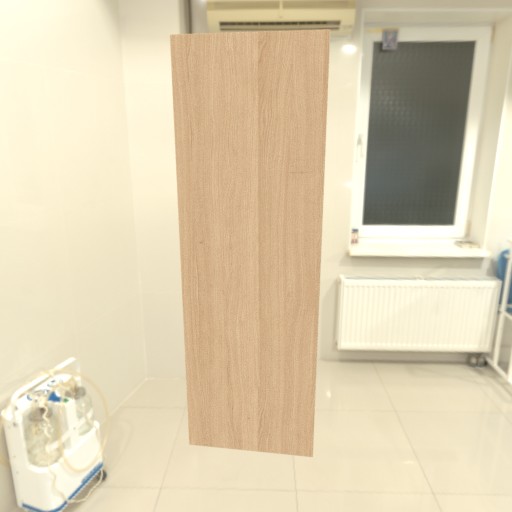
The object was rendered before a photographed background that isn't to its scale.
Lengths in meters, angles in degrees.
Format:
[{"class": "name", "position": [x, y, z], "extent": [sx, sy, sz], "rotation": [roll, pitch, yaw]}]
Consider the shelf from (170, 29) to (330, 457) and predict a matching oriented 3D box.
[{"class": "shelf", "position": [0.000, 0.000, 1.001], "extent": [0.290, 0.882, 0.197], "rotation": [2, 16, 8]}]
